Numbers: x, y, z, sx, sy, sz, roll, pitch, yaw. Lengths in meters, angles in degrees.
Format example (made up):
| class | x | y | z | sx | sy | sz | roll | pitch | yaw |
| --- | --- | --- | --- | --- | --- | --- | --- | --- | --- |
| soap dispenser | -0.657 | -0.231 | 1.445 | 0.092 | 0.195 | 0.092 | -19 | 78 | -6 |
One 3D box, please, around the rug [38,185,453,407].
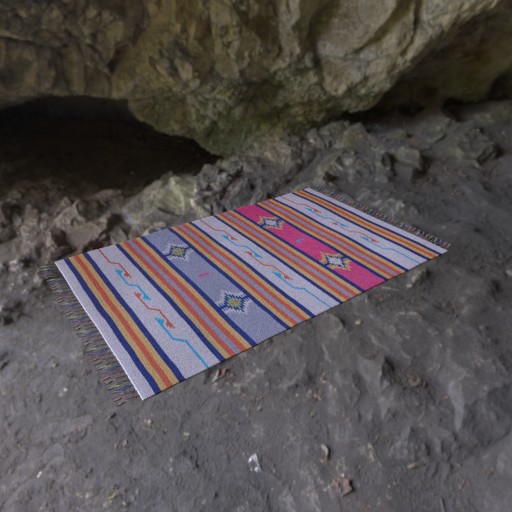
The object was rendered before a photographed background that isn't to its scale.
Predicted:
| class | x | y | z | sx | sy | sz | roll | pitch | yaw |
| --- | --- | --- | --- | --- | --- | --- | --- | --- | --- |
| rug | 0.000 | 0.000 | 2.251 | 1.849 | 0.013 | 1.084 | -20 | 36 | -30 |
